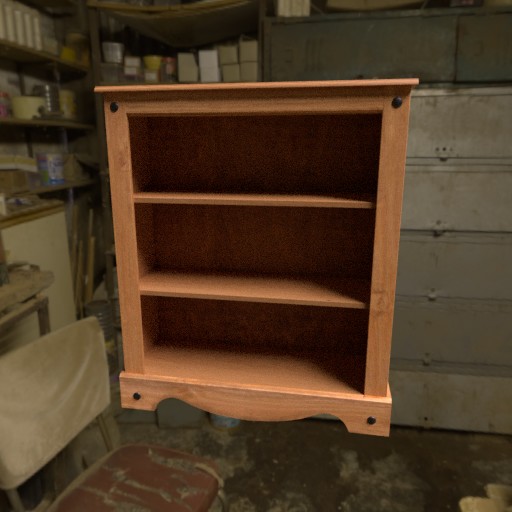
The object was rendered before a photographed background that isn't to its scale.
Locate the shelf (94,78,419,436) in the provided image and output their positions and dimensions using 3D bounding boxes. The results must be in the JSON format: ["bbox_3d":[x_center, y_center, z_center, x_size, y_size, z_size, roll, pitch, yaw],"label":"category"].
[{"bbox_3d":[0.000,0.000,1.382,0.840,0.980,0.291,2,14,10],"label":"shelf"}]
